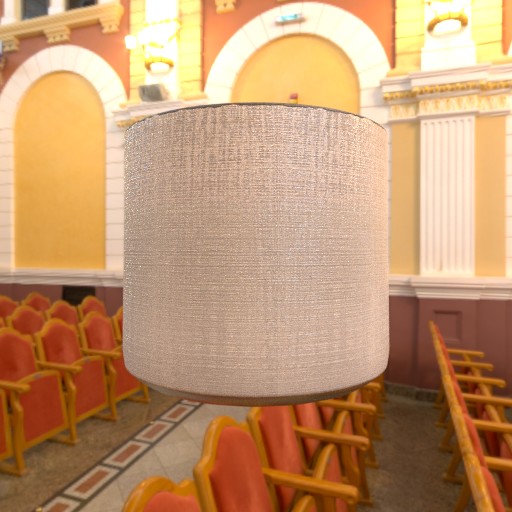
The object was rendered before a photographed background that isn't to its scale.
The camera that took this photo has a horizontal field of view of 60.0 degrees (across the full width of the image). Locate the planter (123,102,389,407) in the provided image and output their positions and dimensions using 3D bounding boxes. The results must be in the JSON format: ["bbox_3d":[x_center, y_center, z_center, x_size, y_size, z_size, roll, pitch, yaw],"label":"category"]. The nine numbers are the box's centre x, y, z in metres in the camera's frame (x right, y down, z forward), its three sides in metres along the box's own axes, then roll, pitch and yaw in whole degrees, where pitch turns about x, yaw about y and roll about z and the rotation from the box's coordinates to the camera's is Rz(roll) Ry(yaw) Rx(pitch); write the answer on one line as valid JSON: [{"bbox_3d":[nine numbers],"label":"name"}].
[{"bbox_3d":[0.000,0.000,0.217,0.125,0.112,0.125,0,1,0],"label":"planter"}]
